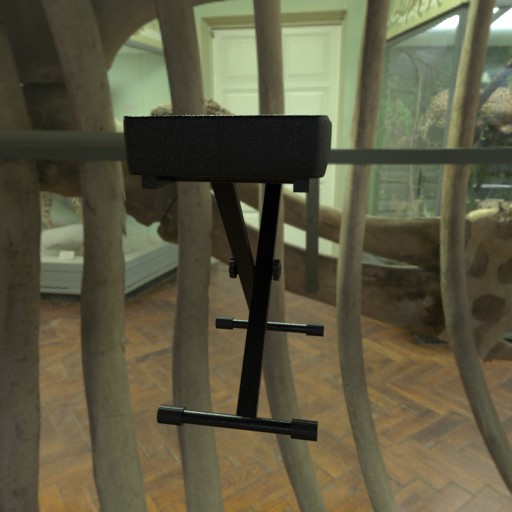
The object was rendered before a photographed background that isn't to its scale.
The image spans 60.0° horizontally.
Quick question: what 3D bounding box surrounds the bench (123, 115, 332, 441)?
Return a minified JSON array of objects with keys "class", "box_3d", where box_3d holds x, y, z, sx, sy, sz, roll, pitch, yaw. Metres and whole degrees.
[{"class":"bench","box_3d":[0.000,0.000,0.956,0.300,0.561,0.600,3,16,10]}]
